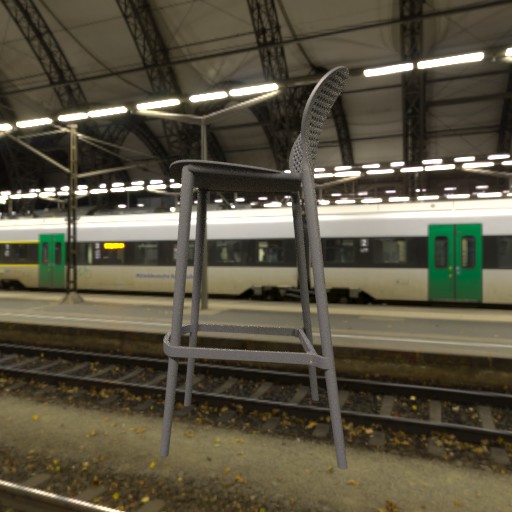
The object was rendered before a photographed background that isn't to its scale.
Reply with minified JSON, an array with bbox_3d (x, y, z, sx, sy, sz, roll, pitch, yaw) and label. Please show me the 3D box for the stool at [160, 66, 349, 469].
[{"bbox_3d":[0.000,0.000,1.347,0.535,1.045,0.536,0,0,0],"label":"stool"}]
